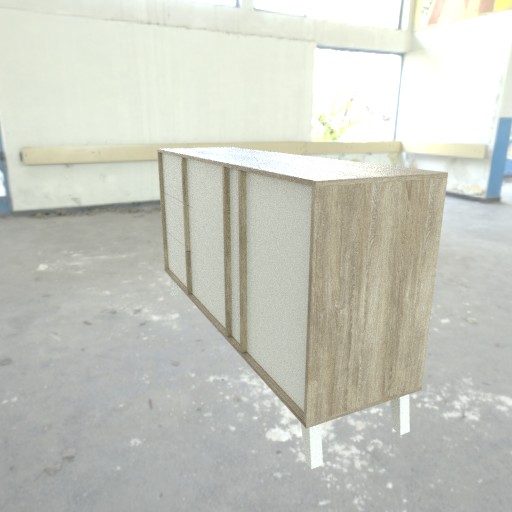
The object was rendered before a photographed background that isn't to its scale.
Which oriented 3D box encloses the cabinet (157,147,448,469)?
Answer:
[{"bbox_3d":[0.000,0.000,1.990,0.450,0.870,1.600,-8,18,-25],"label":"cabinet"}]
